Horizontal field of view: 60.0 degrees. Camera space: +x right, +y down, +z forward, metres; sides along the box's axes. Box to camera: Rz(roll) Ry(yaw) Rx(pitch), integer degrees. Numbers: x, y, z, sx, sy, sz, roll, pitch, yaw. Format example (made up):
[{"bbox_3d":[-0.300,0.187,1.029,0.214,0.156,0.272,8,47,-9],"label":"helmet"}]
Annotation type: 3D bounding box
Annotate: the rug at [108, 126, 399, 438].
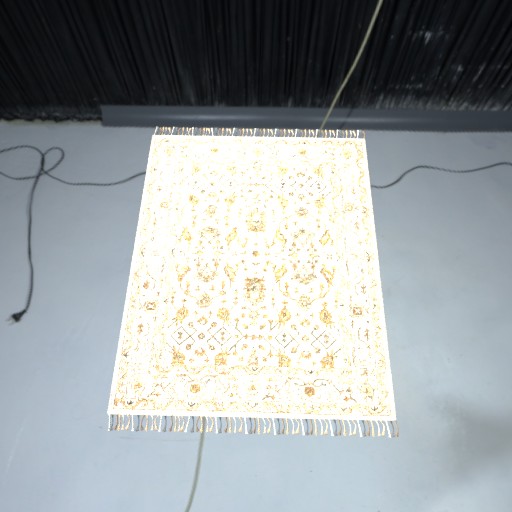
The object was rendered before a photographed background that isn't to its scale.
[{"bbox_3d":[0.000,0.000,2.303,1.278,0.009,1.726,1,64,1],"label":"rug"}]
